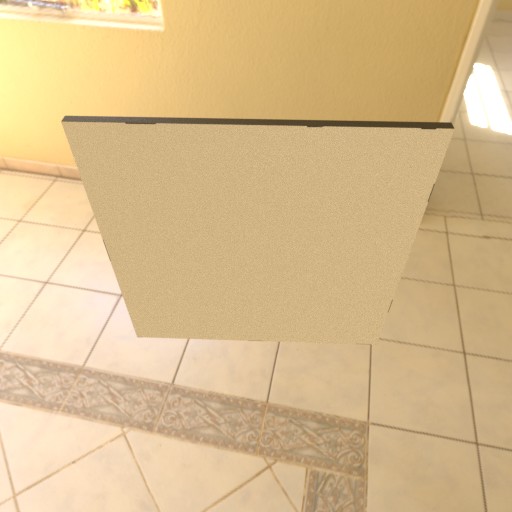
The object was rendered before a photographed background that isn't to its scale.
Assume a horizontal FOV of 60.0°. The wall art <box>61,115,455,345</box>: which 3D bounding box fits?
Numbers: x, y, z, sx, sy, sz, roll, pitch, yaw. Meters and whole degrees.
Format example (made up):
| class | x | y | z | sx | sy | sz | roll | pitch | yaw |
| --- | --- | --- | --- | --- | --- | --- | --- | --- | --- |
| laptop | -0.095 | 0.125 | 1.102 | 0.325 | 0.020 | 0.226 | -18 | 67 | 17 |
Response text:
| class | x | y | z | sx | sy | sz | roll | pitch | yaw |
| --- | --- | --- | --- | --- | --- | --- | --- | --- | --- |
| wall art | 0.000 | 0.000 | 0.667 | 0.446 | 0.445 | 0.014 | 2 | 47 | 1 |
